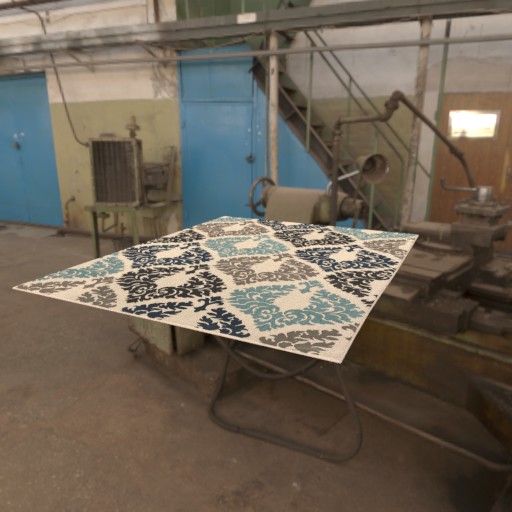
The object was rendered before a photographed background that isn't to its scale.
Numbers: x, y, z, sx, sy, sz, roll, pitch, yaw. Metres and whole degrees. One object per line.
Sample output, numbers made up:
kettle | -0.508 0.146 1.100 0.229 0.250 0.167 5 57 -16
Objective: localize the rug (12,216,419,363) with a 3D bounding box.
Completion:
rug | 0.000 0.000 3.980 2.423 0.014 3.040 8 18 25
